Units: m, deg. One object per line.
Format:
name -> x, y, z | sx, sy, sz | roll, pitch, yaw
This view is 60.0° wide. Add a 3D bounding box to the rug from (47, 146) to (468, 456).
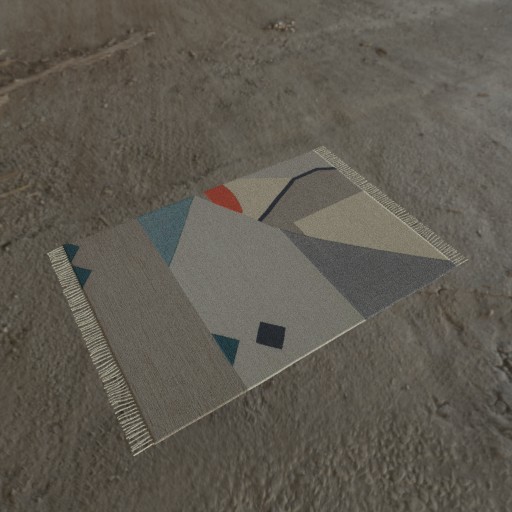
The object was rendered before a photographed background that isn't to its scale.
rug -> 0.000, 0.000, 2.299 | 1.828, 0.005, 1.220 | -25, 52, -21
